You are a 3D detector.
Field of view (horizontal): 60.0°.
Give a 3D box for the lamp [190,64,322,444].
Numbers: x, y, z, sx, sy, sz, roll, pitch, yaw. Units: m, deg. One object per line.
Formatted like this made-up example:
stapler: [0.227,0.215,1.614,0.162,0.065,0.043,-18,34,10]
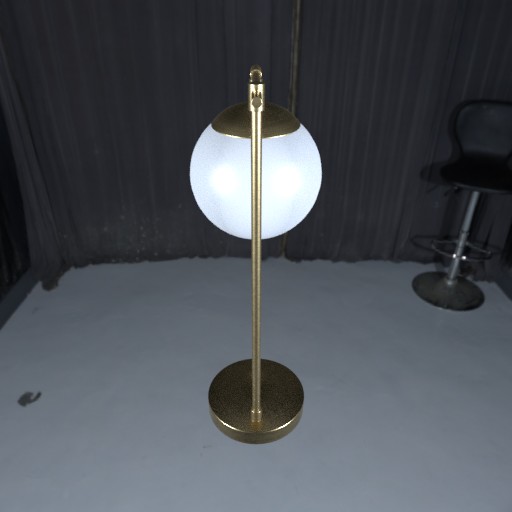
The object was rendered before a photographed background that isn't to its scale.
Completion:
lamp: [0.000,0.000,0.711,0.207,0.559,0.324,0,30,0]
